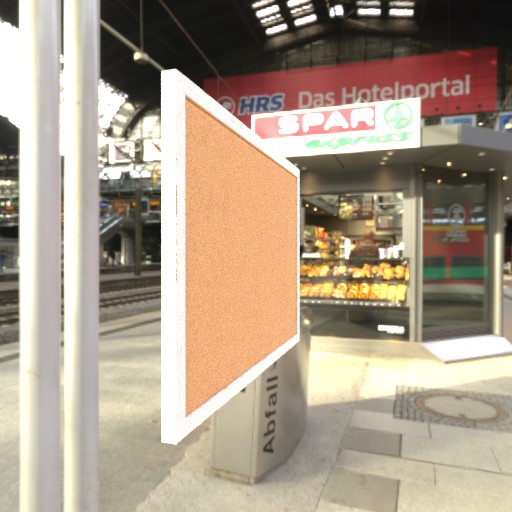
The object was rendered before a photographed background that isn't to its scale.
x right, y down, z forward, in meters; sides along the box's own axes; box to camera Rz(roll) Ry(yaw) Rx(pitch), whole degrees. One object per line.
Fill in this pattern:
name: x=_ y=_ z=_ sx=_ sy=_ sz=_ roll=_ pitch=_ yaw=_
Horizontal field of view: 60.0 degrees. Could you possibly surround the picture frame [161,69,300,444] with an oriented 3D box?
picture frame: x=0.000 y=0.000 z=1.211 sx=0.029 sy=0.640 sz=0.950 roll=0 pitch=0 yaw=18
